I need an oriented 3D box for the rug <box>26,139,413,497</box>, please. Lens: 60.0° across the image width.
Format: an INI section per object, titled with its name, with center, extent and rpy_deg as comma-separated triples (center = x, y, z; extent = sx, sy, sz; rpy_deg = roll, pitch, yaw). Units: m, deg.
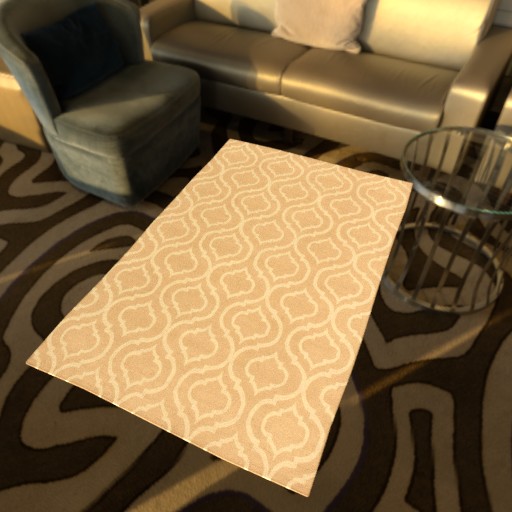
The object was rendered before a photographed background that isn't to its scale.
[rug]
center = 0.000, 0.000, 2.077
extent = 1.152, 0.013, 1.761
rpy_deg = 18, 49, 17
